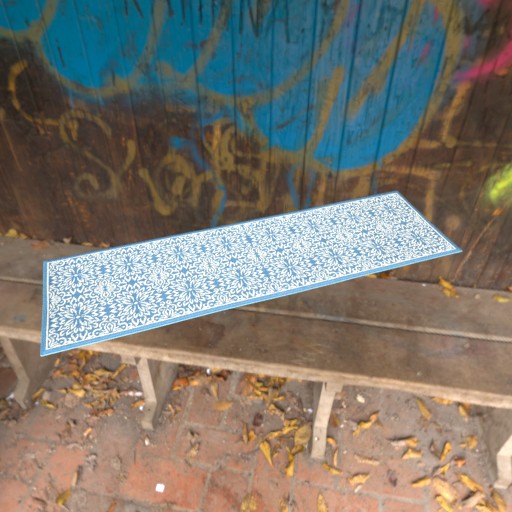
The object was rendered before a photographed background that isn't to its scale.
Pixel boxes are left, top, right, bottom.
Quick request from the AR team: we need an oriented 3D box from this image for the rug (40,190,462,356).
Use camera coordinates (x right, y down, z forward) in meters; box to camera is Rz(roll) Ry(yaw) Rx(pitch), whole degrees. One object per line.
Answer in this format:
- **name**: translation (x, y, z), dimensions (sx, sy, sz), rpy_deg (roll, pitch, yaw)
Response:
- **rug**: translation (0.000, 0.000, 2.424), dimensions (2.196, 0.011, 0.662), rpy_deg (-13, 42, -14)
